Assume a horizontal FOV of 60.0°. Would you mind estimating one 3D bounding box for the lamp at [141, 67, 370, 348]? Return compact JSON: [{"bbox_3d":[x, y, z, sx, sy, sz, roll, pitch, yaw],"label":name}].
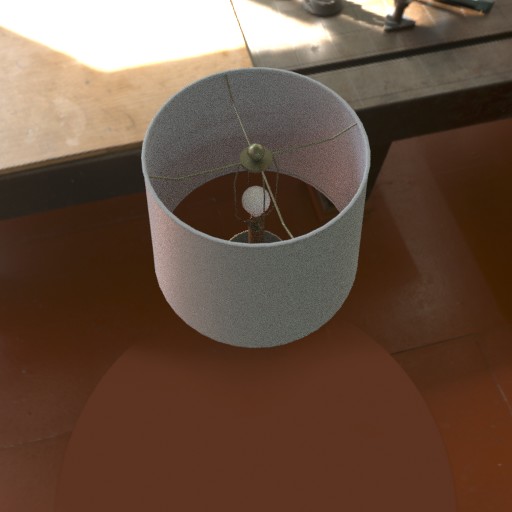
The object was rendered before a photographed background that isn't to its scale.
[{"bbox_3d":[0.000,0.000,0.543,0.239,0.399,0.239,0,63,0],"label":"lamp"}]
